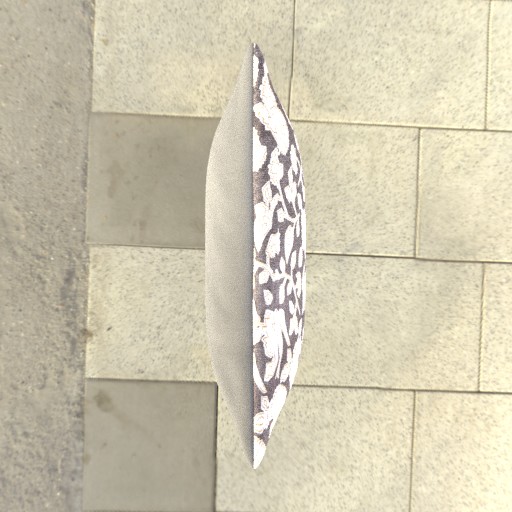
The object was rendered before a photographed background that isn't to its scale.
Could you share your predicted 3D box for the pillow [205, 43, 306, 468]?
[{"bbox_3d":[0.000,0.000,0.793,0.166,0.507,0.526,0,91,-1],"label":"pillow"}]
